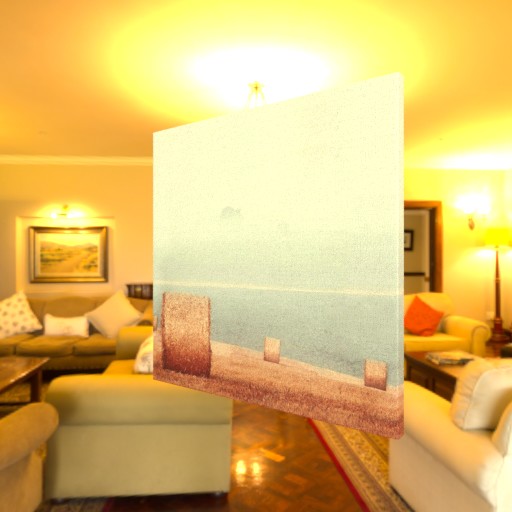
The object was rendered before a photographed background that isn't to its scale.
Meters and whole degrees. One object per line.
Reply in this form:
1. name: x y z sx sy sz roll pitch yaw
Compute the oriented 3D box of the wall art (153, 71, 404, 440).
1. wall art: 0.000 0.000 0.919 0.605 0.605 0.034 0 0 36
